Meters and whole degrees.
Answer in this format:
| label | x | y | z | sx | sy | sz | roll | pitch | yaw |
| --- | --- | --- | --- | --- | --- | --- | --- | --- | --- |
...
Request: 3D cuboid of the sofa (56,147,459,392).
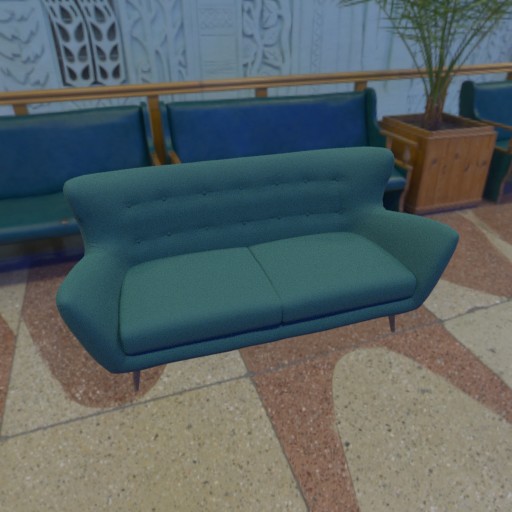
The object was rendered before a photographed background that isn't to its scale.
| label | x | y | z | sx | sy | sz | roll | pitch | yaw |
| --- | --- | --- | --- | --- | --- | --- | --- | --- | --- |
| sofa | 0.000 | 0.000 | 2.414 | 1.930 | 0.890 | 0.889 | -9 | 32 | -15 |
